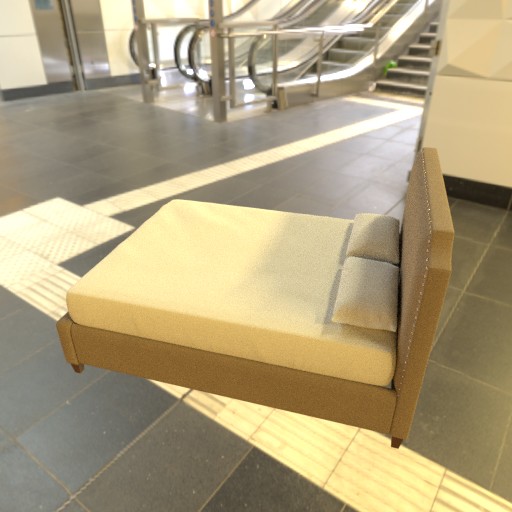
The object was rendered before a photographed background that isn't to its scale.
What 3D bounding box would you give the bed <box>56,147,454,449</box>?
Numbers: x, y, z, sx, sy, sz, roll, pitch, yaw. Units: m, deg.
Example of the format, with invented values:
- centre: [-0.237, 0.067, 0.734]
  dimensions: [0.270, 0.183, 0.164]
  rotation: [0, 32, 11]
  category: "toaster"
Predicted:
- centre: [0.000, 0.000, 3.268]
  dimensions: [2.329, 1.415, 1.703]
  rotation: [8, 31, 14]
  category: "bed"
